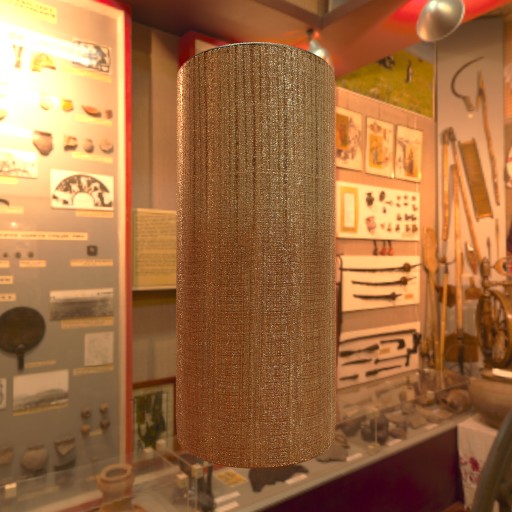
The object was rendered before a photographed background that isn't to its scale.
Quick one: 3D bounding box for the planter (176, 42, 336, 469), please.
[{"bbox_3d":[0.000,0.000,0.283,0.100,0.227,0.100,1,-1,-36],"label":"planter"}]
